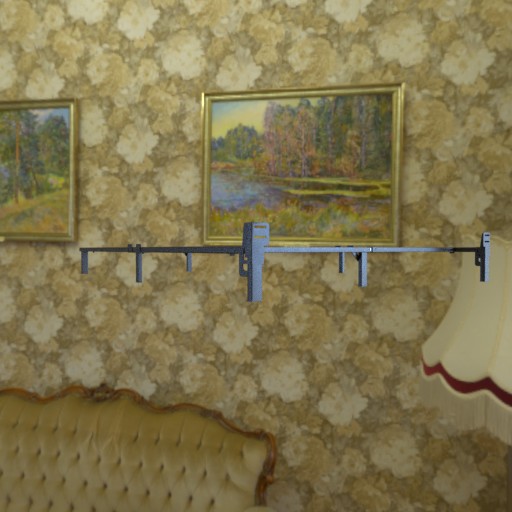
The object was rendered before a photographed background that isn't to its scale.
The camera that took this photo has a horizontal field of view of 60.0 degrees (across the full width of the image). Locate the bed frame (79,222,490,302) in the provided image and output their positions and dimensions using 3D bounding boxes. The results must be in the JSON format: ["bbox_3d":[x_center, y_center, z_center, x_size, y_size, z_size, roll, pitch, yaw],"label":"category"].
[{"bbox_3d":[0.000,0.000,2.614,1.498,0.248,1.990,-1,1,-36],"label":"bed frame"}]
